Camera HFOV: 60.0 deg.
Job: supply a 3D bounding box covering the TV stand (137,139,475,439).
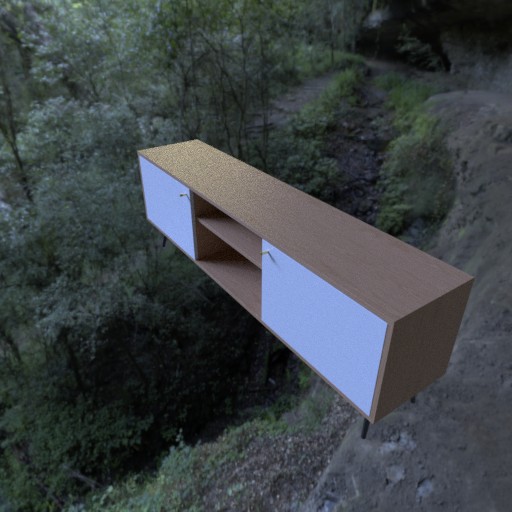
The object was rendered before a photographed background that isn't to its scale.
[{"bbox_3d":[0.000,0.000,2.022,0.400,0.580,1.760,-20,36,-29],"label":"TV stand"}]
